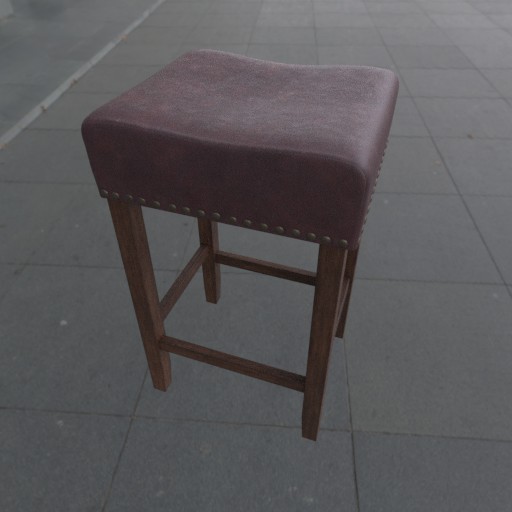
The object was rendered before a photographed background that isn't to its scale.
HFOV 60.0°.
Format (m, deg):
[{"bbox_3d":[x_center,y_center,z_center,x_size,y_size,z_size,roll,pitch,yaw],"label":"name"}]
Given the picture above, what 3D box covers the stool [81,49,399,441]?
[{"bbox_3d":[0.000,0.000,1.019,0.465,0.769,0.401,13,42,15],"label":"stool"}]
